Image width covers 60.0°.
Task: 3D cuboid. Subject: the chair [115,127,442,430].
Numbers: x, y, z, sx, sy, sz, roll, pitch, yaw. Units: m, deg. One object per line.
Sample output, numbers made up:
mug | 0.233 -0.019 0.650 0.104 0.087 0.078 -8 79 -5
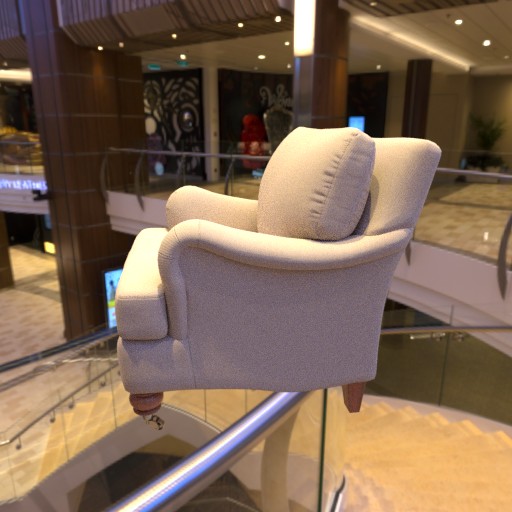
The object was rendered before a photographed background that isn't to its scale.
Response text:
chair | 0.000 0.000 1.860 1.070 1.038 0.955 -3 17 -9
